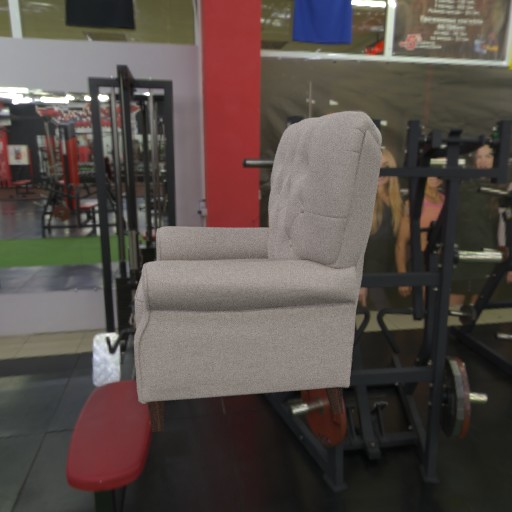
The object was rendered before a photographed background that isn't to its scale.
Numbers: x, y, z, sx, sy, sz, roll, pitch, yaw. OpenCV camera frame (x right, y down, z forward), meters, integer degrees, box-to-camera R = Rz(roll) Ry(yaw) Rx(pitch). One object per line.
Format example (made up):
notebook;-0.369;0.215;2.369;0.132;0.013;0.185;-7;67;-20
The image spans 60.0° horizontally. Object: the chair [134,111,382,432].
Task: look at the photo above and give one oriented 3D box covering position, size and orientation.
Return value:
chair;0.000;0.000;1.975;1.025;1.209;0.942;-2;14;-8
